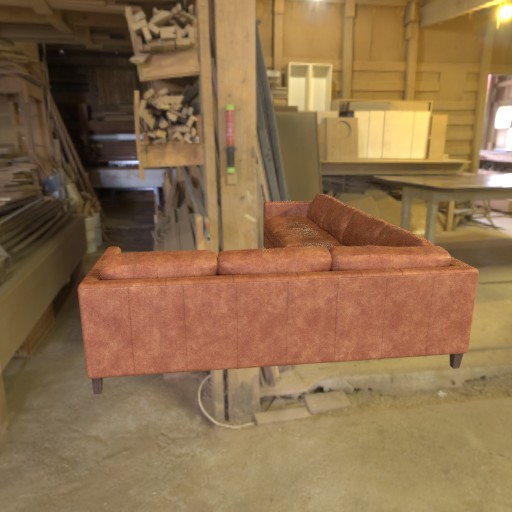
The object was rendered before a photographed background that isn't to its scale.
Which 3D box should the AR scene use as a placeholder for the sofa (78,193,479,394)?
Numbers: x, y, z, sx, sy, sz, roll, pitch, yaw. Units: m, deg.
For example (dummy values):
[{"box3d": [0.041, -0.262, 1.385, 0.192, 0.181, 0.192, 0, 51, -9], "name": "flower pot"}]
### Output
[{"box3d": [0.000, 0.000, 4.185, 2.438, 0.838, 3.167, -2, 15, -7], "name": "sofa"}]
